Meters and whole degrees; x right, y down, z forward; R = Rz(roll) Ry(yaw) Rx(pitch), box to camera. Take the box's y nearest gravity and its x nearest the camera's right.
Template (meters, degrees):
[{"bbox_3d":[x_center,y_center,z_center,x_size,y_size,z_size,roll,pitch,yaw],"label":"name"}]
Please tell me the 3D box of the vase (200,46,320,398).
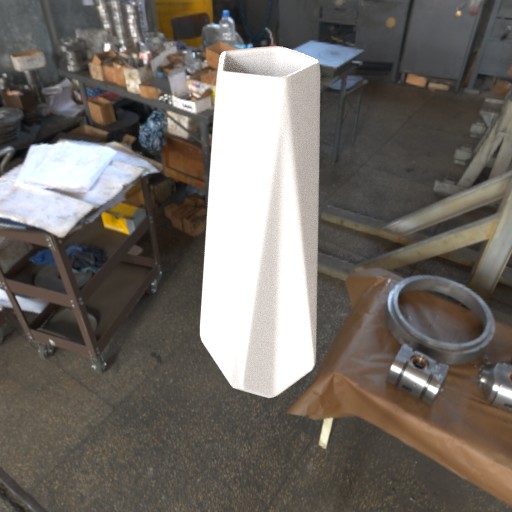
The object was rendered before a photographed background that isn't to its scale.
[{"bbox_3d":[0.000,0.000,0.392,0.116,0.329,0.122,0,40,0],"label":"vase"}]
